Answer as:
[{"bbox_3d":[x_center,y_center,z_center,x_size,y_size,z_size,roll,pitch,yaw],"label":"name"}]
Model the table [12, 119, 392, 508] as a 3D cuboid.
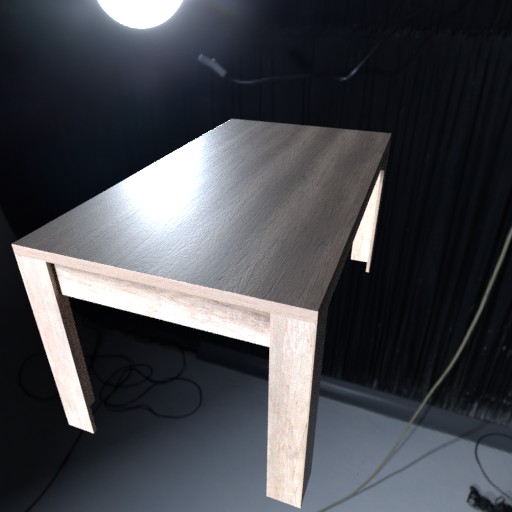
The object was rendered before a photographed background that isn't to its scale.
[{"bbox_3d":[0.000,0.000,1.979,0.900,0.775,1.600,11,32,18],"label":"table"}]
